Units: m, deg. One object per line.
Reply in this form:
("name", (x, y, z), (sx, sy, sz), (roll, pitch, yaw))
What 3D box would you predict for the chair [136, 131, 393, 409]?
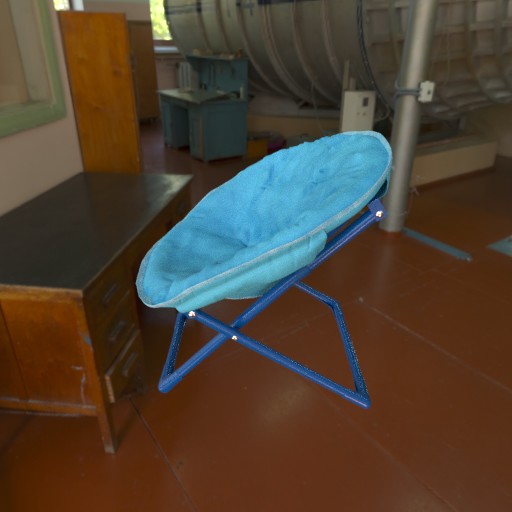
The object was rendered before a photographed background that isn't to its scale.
("chair", (0.000, 0.000, 0.894), (0.465, 0.478, 0.520), (0, 27, 0))
